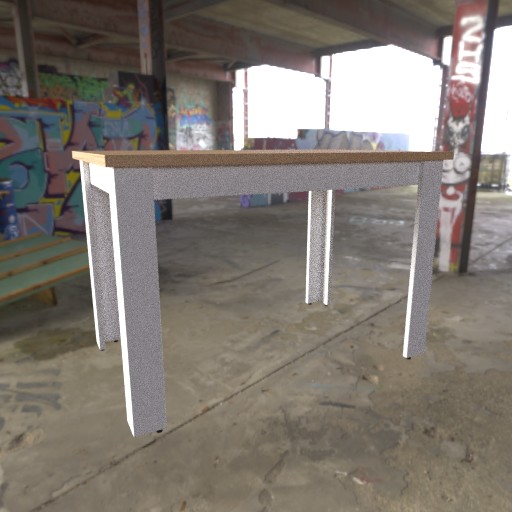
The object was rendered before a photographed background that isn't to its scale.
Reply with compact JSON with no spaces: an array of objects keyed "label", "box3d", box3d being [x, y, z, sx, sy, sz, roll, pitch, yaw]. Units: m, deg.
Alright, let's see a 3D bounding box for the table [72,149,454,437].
[{"label":"table","box3d":[0.000,0.000,1.596,1.100,0.734,0.700,-7,16,-26]}]
